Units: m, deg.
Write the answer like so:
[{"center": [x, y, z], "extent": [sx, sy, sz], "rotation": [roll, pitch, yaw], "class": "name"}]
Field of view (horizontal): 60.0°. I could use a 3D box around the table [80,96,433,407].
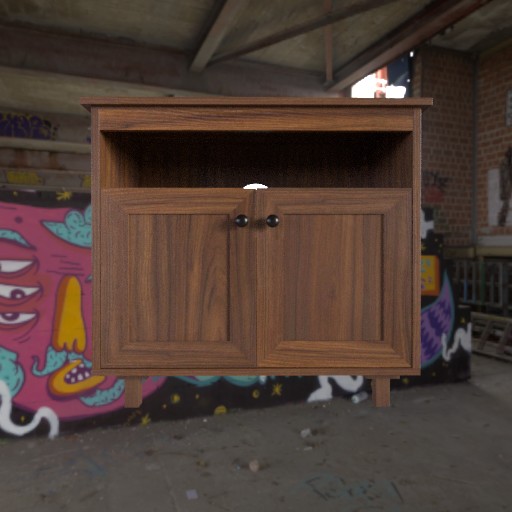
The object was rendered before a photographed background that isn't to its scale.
[{"center": [0.000, 0.000, 1.196], "extent": [0.802, 0.725, 0.390], "rotation": [0, 0, 0], "class": "table"}]
